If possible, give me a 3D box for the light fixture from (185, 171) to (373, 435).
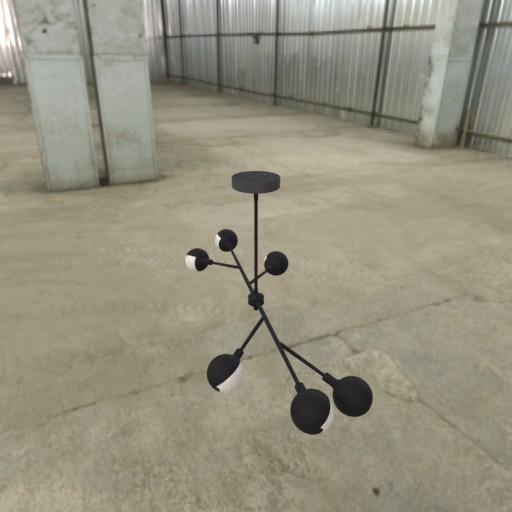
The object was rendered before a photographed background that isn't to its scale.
[{"bbox_3d":[0.000,0.000,0.995,0.434,0.362,0.778,1,25,1],"label":"light fixture"}]
